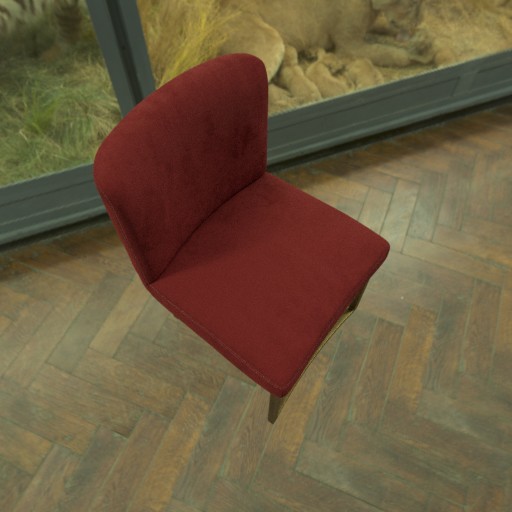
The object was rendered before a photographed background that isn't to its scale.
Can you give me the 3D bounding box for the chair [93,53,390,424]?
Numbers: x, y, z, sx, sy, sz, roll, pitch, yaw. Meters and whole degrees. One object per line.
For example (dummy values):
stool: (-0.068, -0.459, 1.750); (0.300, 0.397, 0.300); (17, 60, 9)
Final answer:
chair: (0.000, 0.000, 1.198); (0.560, 0.824, 0.530); (33, 64, 19)
